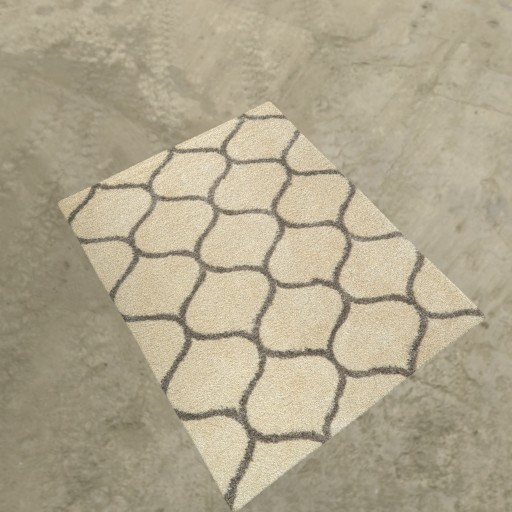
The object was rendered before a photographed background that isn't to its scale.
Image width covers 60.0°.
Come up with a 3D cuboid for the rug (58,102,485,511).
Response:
[{"bbox_3d":[0.000,0.000,3.802,2.399,0.026,3.000,-31,65,-16],"label":"rug"}]
